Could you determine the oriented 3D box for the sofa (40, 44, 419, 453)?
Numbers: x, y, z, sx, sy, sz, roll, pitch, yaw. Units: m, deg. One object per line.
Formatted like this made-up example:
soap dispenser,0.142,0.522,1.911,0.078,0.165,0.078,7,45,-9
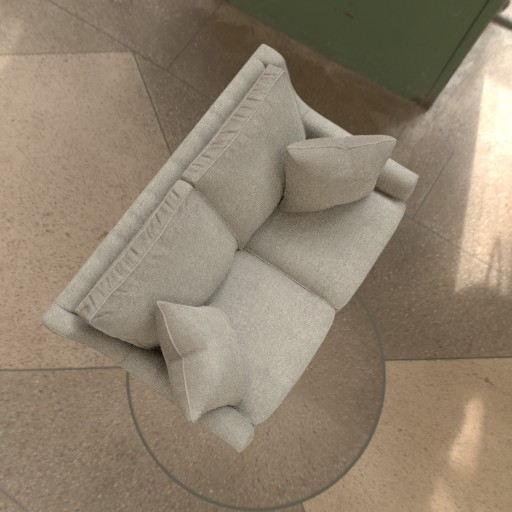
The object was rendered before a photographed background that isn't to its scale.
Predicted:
sofa,0.000,0.000,1.975,0.915,0.863,1.422,34,78,8
